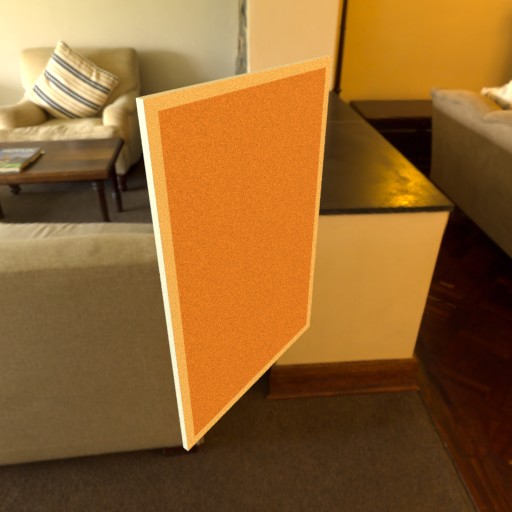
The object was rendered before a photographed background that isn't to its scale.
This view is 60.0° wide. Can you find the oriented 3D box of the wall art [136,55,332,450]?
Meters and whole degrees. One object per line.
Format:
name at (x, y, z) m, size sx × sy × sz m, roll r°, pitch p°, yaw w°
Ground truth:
wall art at (0.000, 0.000, 0.845) m, size 0.013 × 0.656 × 0.456 m, roll 21°, pitch 37°, yaw 31°
